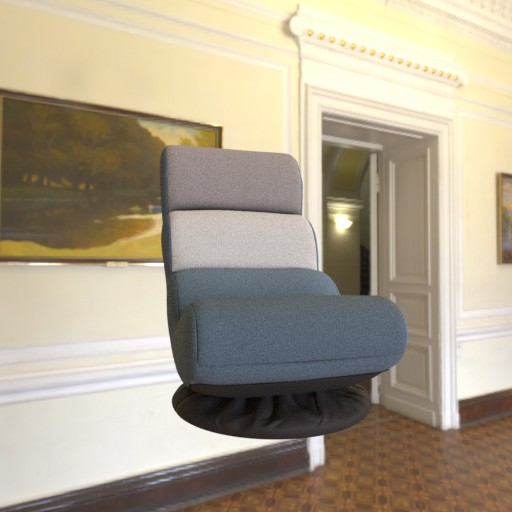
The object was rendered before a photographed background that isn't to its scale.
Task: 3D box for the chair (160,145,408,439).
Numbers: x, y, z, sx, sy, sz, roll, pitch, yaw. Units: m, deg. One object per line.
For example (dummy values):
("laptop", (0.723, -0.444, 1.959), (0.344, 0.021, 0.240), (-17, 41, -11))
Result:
("chair", (0.000, 0.000, 1.051), (0.420, 0.641, 0.661), (0, -1, -16))
